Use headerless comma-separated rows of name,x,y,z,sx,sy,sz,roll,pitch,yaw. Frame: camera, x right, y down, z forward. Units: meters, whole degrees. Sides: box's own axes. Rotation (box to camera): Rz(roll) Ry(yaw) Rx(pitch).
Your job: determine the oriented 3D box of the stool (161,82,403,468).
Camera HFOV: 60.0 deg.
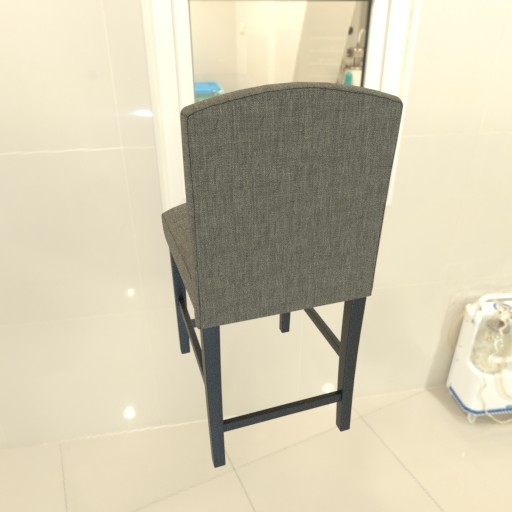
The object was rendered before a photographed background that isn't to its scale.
stool,0.000,0.000,1.246,0.451,0.966,0.552,-9,29,-16
